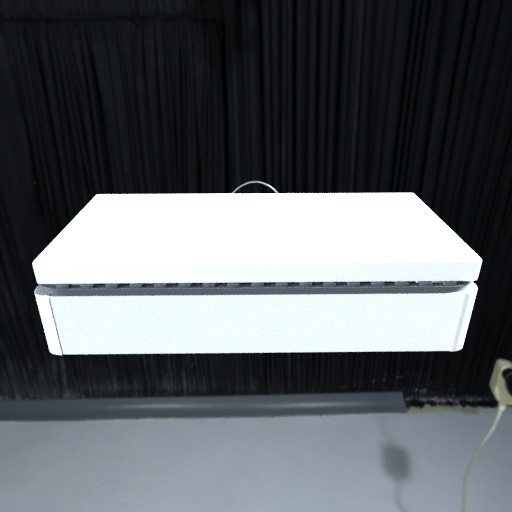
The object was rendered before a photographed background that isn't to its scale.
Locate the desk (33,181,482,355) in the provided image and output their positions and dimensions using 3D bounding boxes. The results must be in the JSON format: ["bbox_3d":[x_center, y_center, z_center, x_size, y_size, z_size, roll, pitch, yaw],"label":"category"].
[{"bbox_3d":[0.000,0.000,2.272,1.900,0.526,0.900,0,27,-1],"label":"desk"}]
